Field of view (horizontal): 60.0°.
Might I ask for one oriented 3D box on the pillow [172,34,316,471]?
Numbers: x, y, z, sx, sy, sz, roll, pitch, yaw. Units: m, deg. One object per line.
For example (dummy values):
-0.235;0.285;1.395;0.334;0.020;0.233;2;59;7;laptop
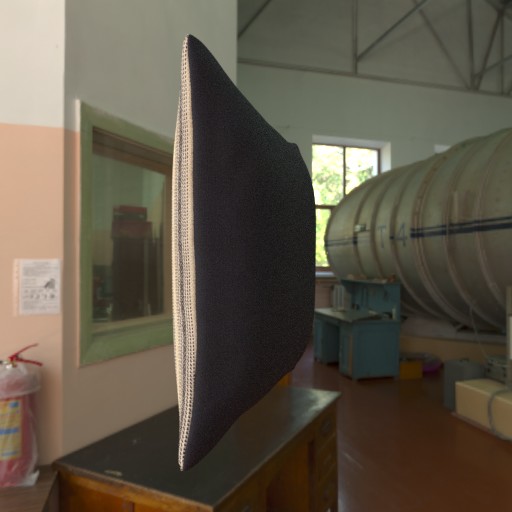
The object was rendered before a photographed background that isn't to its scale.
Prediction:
0.000;0.000;0.754;0.166;0.508;0.520;0;-1;19;pillow
